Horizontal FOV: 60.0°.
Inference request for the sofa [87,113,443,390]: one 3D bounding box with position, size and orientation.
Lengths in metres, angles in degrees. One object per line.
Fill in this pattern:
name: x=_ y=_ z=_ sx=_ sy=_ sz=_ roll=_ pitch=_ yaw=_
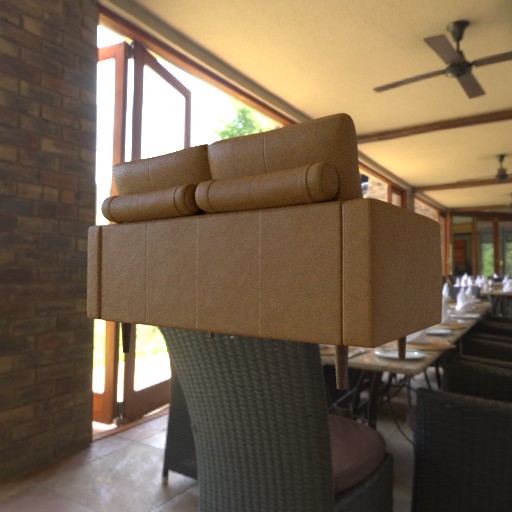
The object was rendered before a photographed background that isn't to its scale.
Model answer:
sofa: x=0.000 y=0.000 z=2.001 sx=1.430 sy=0.898 sz=0.868 roll=-1 pitch=-2 yaw=36
